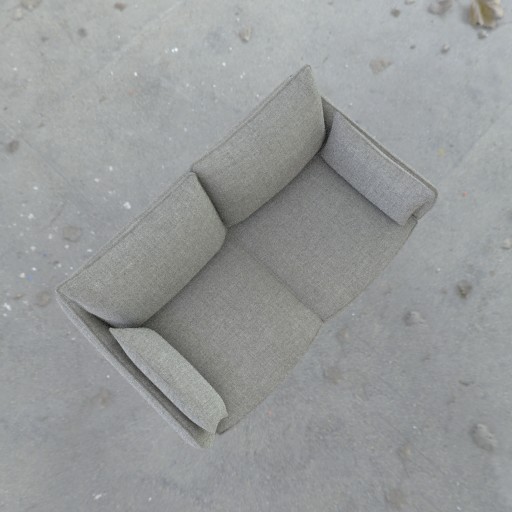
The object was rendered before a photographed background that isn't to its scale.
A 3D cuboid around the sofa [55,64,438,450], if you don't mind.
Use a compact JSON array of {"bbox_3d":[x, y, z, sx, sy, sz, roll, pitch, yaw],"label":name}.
[{"bbox_3d":[0.000,0.000,2.103,0.972,0.851,1.580,43,80,10],"label":"sofa"}]
